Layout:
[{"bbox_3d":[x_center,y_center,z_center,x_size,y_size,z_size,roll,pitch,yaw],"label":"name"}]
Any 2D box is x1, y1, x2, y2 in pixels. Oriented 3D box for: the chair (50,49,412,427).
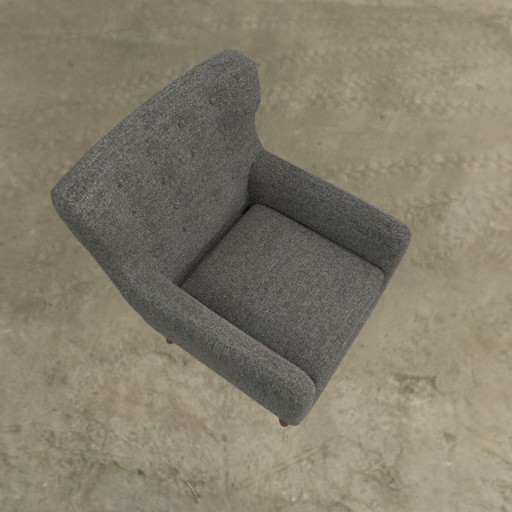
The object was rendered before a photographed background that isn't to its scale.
[{"bbox_3d":[0.000,0.000,1.726,0.940,1.039,0.889,31,63,18],"label":"chair"}]
